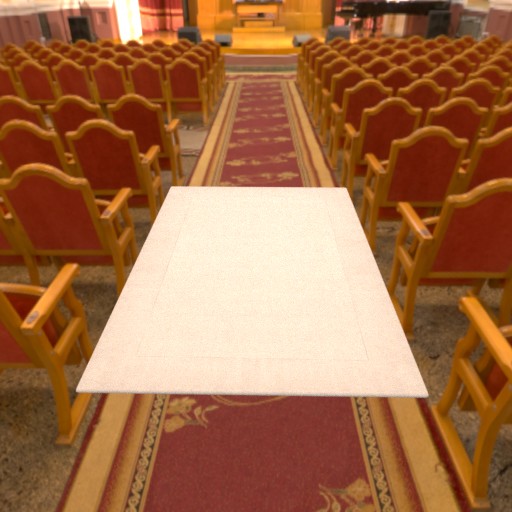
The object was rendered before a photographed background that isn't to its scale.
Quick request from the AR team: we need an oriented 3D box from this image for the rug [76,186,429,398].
[{"bbox_3d":[0.000,0.000,2.304,1.219,0.013,1.829,1,31,1],"label":"rug"}]
